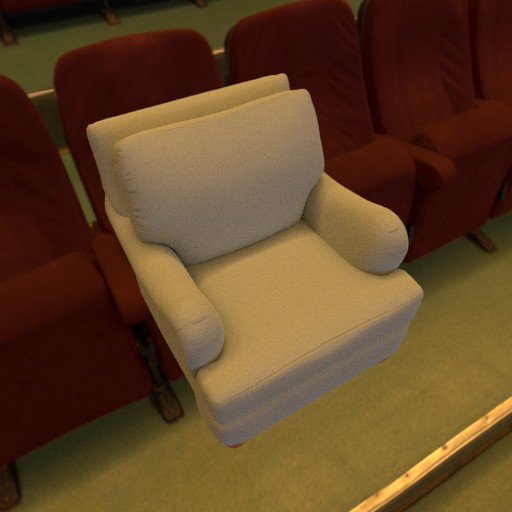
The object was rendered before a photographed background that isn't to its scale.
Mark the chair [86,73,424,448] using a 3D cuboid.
[{"bbox_3d":[0.000,0.000,1.831,0.955,1.038,1.070,-23,51,-20],"label":"chair"}]
